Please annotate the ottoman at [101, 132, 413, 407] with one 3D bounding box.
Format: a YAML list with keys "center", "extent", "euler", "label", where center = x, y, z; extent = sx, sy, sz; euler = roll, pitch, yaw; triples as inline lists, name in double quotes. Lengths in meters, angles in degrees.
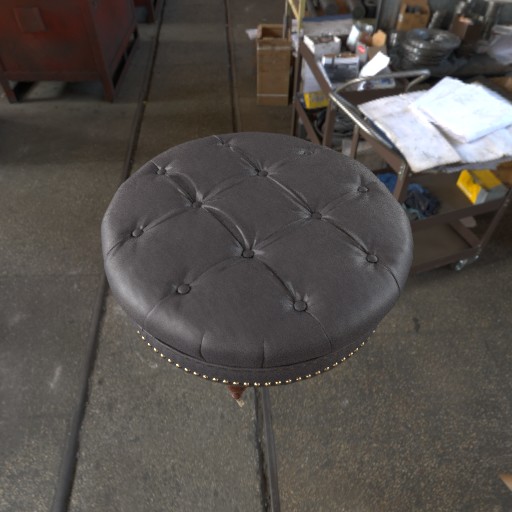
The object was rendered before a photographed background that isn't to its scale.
- center: [0.000, 0.000, 1.401]
  extent: [0.901, 0.439, 0.901]
  euler: [0, 47, 0]
  label: "ottoman"
